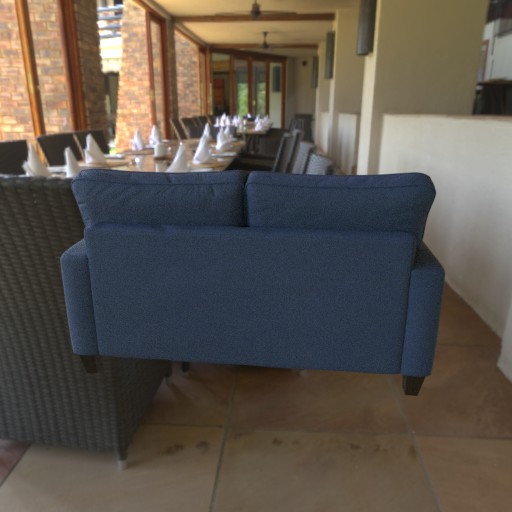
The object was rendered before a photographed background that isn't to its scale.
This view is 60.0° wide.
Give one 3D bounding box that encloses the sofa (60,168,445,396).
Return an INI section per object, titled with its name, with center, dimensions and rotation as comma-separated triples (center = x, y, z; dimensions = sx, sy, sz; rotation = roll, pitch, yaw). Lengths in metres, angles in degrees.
[sofa]
center = 0.000, 0.000, 2.307
dimensions = 1.651, 0.965, 0.965
rotation = 2, 18, 6
